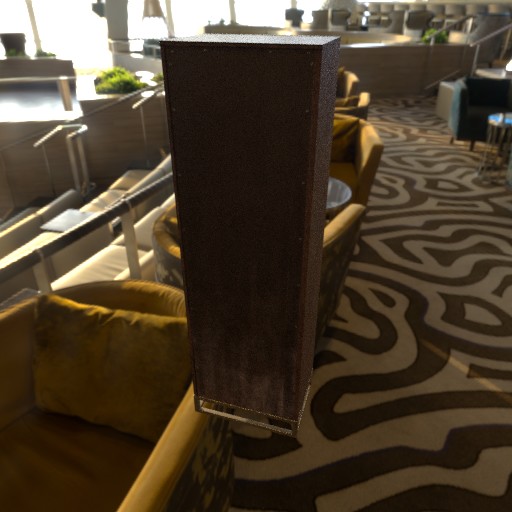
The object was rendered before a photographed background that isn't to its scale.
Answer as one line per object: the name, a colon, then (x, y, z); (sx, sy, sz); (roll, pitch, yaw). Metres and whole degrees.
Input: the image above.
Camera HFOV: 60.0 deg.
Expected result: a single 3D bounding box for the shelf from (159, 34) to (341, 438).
shelf: (0.000, 0.000, 1.959); (0.539, 1.732, 0.395); (9, 31, 15)
